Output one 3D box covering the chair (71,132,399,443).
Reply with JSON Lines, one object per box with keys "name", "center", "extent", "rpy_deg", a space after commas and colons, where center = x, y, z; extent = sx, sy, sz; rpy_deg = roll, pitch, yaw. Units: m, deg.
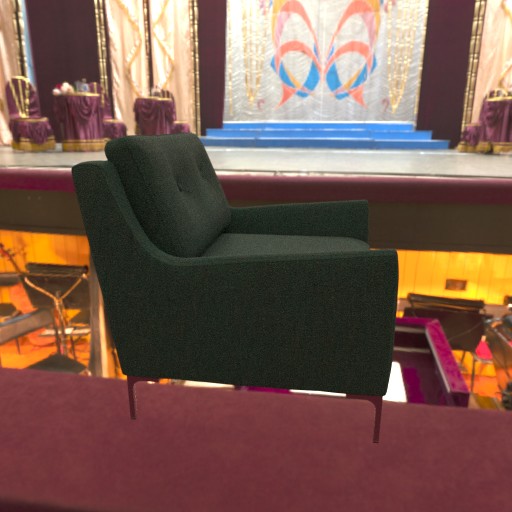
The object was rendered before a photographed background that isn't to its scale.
{"name": "chair", "center": [0.000, 0.000, 1.556], "extent": [0.849, 0.828, 0.847], "rpy_deg": [2, 17, 8]}
